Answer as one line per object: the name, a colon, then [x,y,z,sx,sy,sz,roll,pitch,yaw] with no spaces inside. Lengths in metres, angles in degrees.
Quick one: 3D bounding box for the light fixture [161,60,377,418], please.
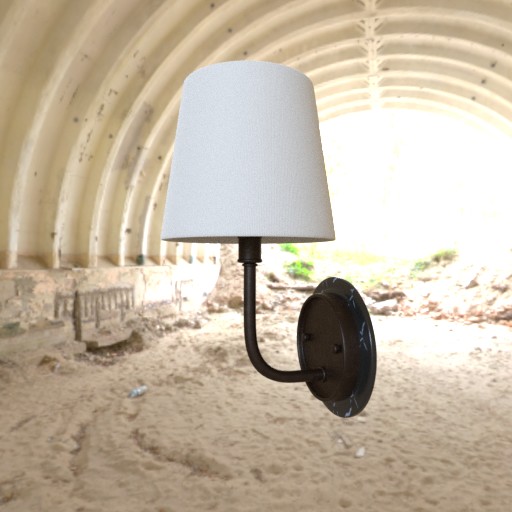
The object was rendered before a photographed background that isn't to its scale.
light fixture: [0.000,0.000,0.446,0.188,0.337,0.168,0,-1,-19]
